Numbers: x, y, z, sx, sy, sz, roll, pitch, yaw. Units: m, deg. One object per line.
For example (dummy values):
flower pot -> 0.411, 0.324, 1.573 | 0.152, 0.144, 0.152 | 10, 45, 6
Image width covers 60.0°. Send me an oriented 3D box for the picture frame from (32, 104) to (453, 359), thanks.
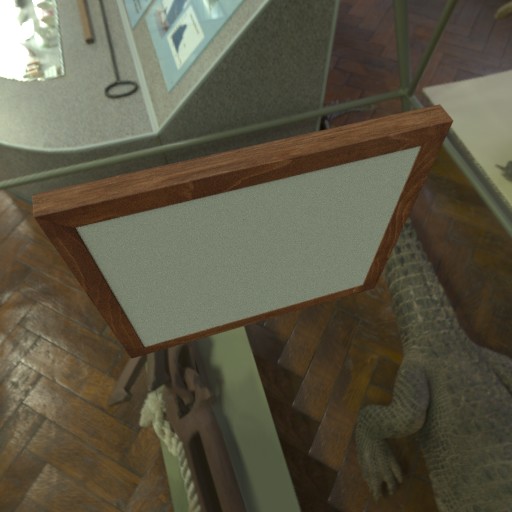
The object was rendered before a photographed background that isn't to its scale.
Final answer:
picture frame -> 0.000, 0.000, 0.531 | 0.381, 0.330, 0.025 | -15, 59, -9
